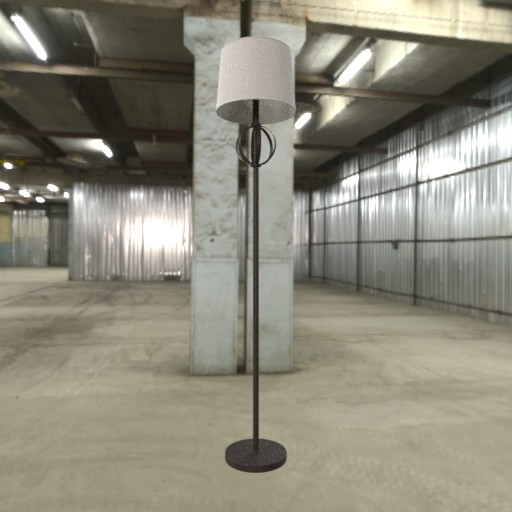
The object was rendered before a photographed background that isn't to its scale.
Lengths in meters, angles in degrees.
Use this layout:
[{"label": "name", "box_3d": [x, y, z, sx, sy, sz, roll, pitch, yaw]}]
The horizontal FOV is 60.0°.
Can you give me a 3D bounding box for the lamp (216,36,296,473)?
[{"label": "lamp", "box_3d": [0.000, 0.000, 1.603, 0.286, 1.462, 0.286, 0, 0, 19]}]
